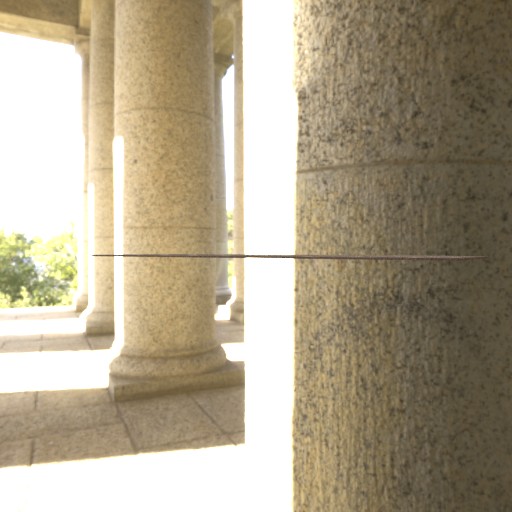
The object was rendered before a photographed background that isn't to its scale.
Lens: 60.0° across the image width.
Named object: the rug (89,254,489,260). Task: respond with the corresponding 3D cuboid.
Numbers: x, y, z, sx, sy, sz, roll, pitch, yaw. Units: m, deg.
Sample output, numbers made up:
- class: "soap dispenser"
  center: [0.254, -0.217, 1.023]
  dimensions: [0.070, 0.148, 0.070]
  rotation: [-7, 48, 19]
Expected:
- class: "rug"
  center: [0.000, 0.000, 2.698]
  dimensions: [2.437, 0.013, 0.685]
  rotation: [0, 1, 36]
